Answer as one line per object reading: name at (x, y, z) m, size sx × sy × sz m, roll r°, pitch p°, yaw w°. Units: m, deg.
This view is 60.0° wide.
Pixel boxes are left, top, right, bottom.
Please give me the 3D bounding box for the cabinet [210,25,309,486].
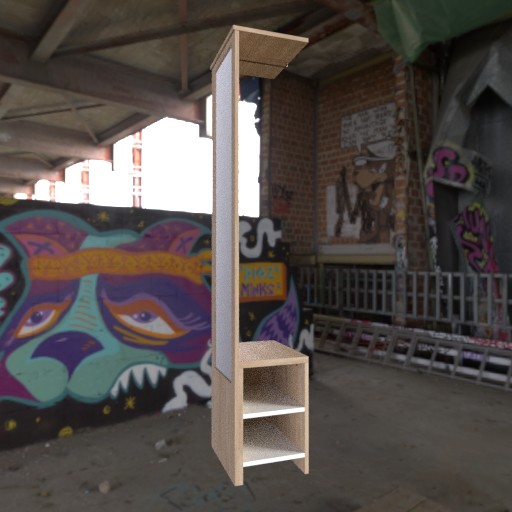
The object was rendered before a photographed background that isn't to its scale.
cabinet at (0.000, 0.000, 2.046) m, size 0.338 × 1.879 × 0.411 m, roll 0°, pitch -1°, yaw -19°
